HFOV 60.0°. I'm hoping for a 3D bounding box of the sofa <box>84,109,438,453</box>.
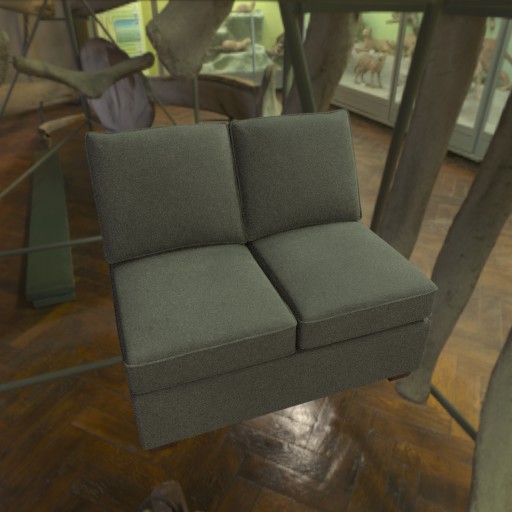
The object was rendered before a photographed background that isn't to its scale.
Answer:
[{"bbox_3d":[0.000,0.000,1.920,1.237,1.008,0.951,-11,33,-17],"label":"sofa"}]
